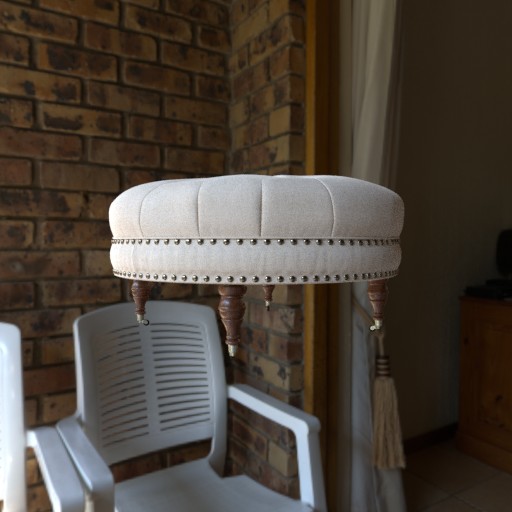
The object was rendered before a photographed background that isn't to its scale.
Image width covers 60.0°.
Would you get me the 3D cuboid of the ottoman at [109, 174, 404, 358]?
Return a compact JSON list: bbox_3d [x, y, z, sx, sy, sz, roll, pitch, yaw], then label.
[{"bbox_3d":[0.000,0.000,1.472,0.940,0.483,0.940,0,2,0],"label":"ottoman"}]
